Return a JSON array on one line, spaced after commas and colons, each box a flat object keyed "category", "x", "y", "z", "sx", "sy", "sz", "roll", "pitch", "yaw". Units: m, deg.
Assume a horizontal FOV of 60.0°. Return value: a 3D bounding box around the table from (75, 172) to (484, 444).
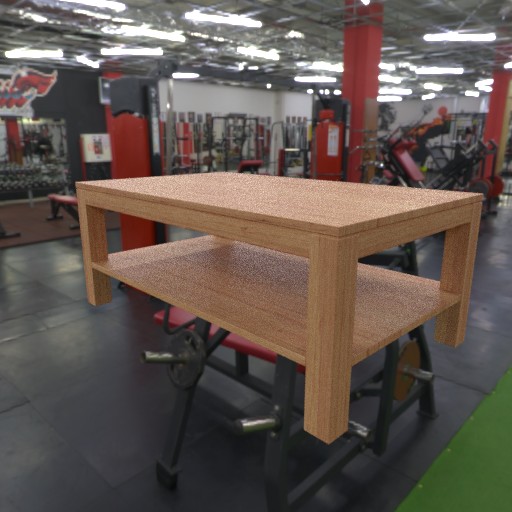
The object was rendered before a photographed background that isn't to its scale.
[{"category": "table", "x": 0.000, "y": 0.000, "z": 1.484, "sx": 0.695, "sy": 0.457, "sz": 1.146, "roll": -14, "pitch": 20, "yaw": -42}]
